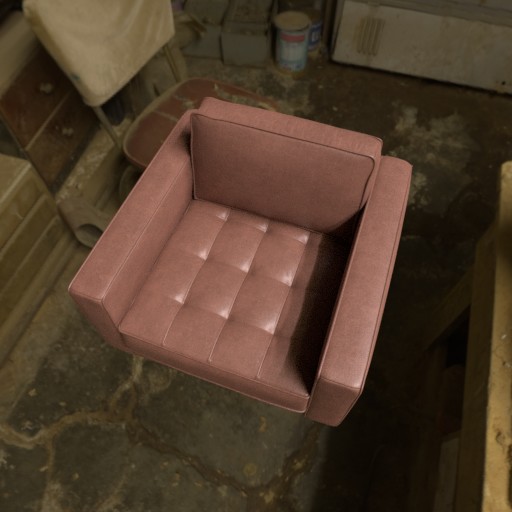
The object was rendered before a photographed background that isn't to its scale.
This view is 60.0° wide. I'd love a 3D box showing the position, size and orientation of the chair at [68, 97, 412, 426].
[{"bbox_3d":[0.000,0.000,1.579,0.920,0.770,0.900,17,59,10],"label":"chair"}]
